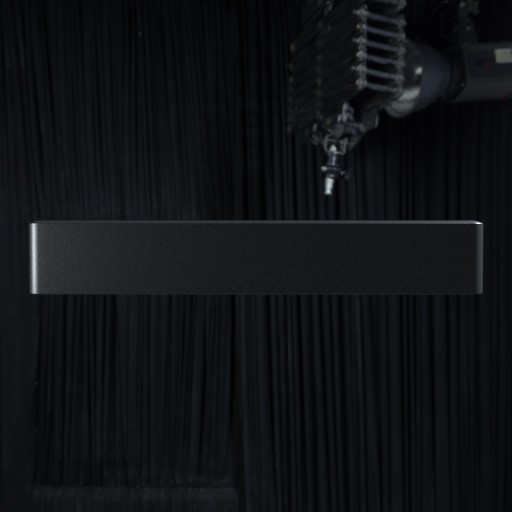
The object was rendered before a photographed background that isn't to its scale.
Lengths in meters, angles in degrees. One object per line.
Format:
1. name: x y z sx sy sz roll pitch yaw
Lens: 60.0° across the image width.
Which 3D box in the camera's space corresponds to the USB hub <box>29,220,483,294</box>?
1. USB hub: 0.000 0.000 0.160 0.145 0.023 0.044 0 1 0
